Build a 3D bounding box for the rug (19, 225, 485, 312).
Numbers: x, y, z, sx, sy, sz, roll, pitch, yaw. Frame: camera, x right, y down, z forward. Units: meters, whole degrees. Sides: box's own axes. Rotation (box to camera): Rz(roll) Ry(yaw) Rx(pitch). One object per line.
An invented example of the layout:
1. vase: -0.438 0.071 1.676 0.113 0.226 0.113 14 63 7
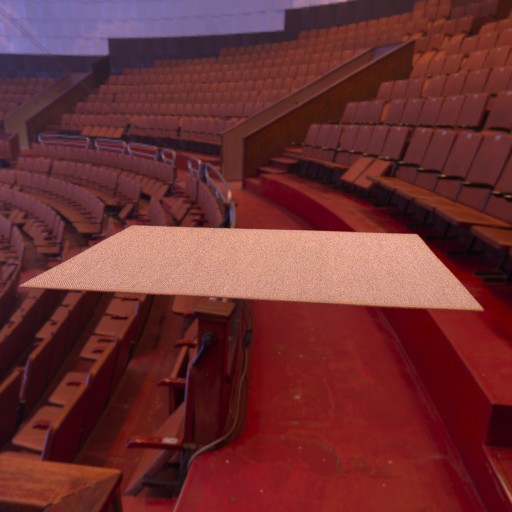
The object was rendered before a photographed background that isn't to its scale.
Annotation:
1. rug: 0.000 0.000 2.078 1.678 0.013 1.078 2 17 8
